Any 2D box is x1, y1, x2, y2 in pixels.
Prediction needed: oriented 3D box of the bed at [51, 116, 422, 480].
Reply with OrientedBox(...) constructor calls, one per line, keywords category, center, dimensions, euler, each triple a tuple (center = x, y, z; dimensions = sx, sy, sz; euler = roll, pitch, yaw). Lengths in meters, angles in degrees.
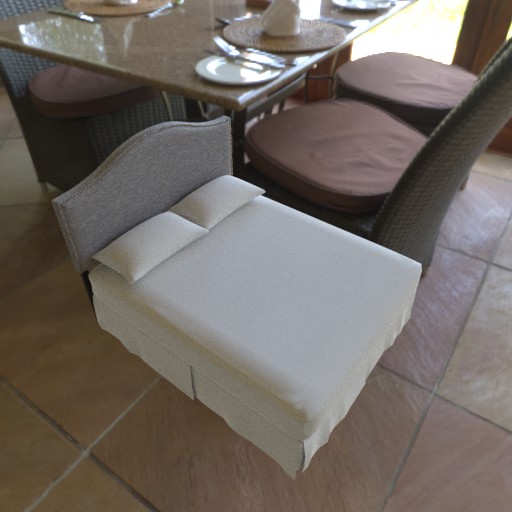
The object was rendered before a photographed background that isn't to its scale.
OrientedBox(category="bed", center=(0.000, 0.000, 2.971), dimensions=(1.870, 1.295, 1.610), euler=(27, 47, 28))
